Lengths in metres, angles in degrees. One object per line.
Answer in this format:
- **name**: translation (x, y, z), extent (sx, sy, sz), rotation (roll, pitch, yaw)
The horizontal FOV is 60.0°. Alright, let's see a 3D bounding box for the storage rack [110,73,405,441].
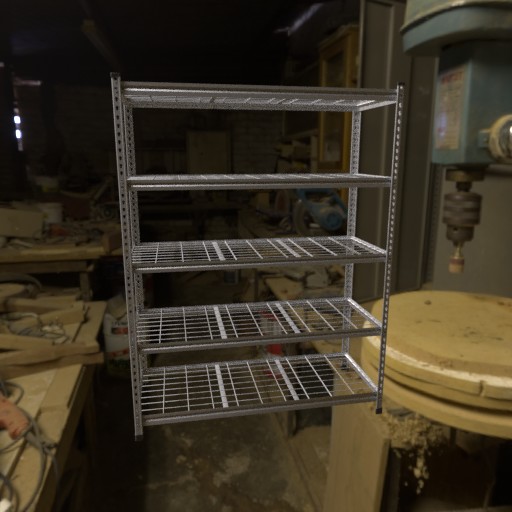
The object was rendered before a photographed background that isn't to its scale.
- **storage rack**: translation (0.000, 0.000, 2.749), extent (1.524, 1.981, 0.610), rotation (-2, 13, -10)
